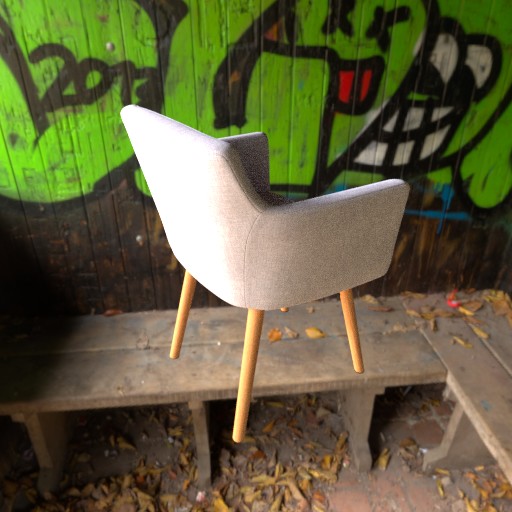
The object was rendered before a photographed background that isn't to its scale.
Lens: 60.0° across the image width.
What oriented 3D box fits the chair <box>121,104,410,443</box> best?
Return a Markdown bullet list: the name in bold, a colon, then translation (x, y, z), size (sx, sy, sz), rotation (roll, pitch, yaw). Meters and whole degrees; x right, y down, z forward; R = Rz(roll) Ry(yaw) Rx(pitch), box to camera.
- **chair**: translation (0.000, 0.000, 1.179), size (0.540, 0.780, 0.570), rotation (-18, 34, -30)
